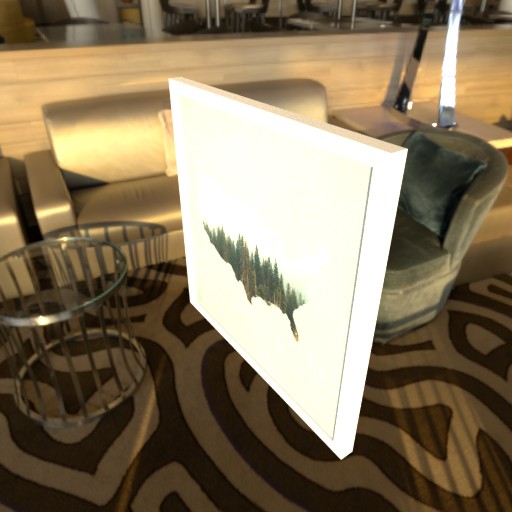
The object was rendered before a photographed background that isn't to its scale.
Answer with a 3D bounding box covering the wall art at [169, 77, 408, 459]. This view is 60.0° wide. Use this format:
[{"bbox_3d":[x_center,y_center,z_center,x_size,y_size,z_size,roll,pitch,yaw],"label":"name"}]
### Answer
[{"bbox_3d":[0.000,0.000,1.146,0.038,0.762,0.762,-21,37,-30],"label":"wall art"}]
